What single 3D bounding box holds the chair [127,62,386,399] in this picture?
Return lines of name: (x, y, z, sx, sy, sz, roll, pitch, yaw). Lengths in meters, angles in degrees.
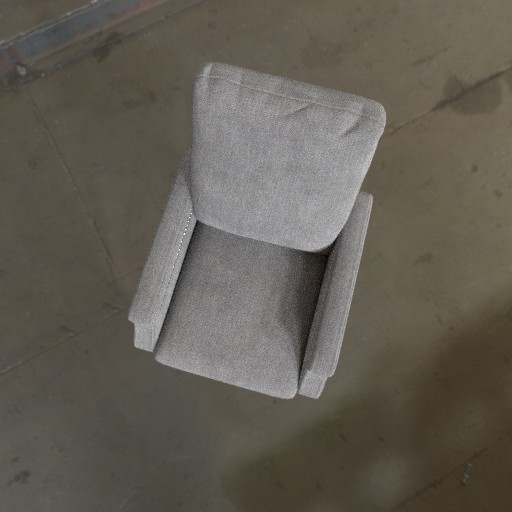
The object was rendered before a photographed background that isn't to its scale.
chair: (0.000, 0.000, 1.614, 0.710, 1.049, 0.922, 15, 77, 4)
